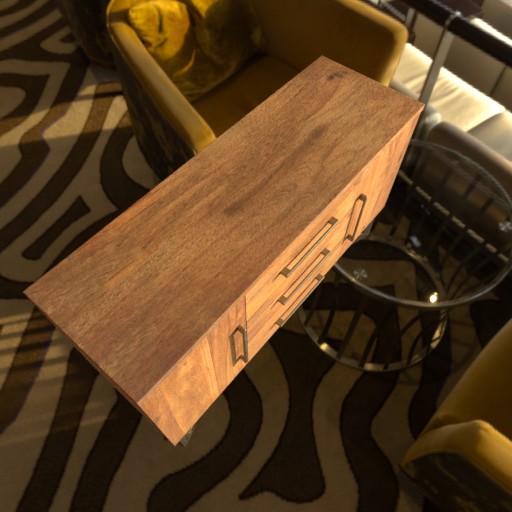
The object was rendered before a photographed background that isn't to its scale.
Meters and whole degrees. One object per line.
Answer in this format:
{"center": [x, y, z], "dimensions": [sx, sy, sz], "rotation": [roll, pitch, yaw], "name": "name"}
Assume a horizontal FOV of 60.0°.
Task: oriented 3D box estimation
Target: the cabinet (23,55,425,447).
{"center": [0.000, 0.000, 1.727], "dimensions": [0.480, 0.812, 1.373], "rotation": [35, 64, 20], "name": "cabinet"}
